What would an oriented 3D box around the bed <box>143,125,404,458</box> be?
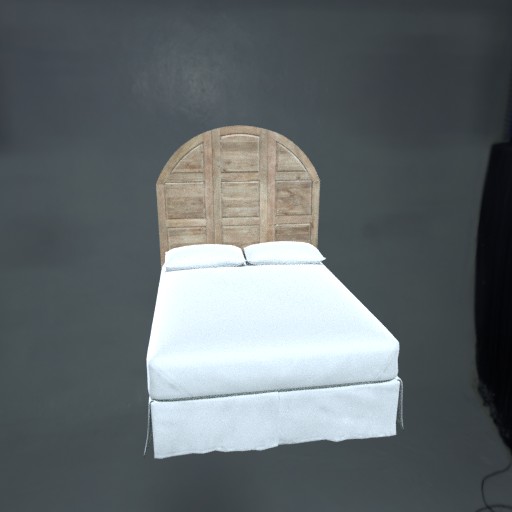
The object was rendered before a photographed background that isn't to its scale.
[{"bbox_3d":[0.000,0.000,3.543,1.713,2.002,2.112,-2,17,-8],"label":"bed"}]
